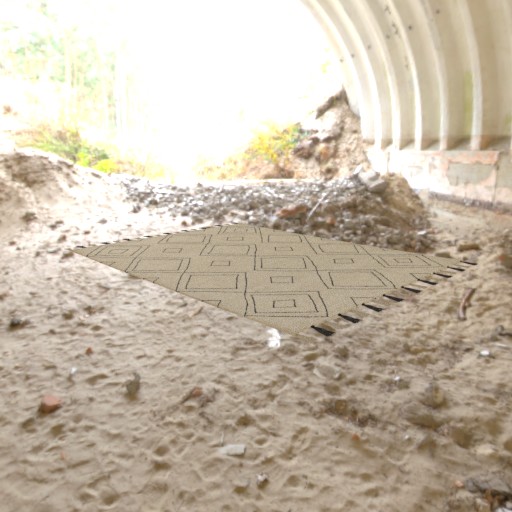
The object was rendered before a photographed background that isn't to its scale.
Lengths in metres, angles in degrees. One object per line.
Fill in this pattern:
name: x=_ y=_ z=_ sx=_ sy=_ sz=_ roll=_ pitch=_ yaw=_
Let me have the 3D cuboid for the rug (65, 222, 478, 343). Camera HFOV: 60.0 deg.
rug: x=0.000 y=0.000 z=4.221 sx=2.342 sy=0.026 sz=3.221 roll=-13 pitch=19 yaw=-43
